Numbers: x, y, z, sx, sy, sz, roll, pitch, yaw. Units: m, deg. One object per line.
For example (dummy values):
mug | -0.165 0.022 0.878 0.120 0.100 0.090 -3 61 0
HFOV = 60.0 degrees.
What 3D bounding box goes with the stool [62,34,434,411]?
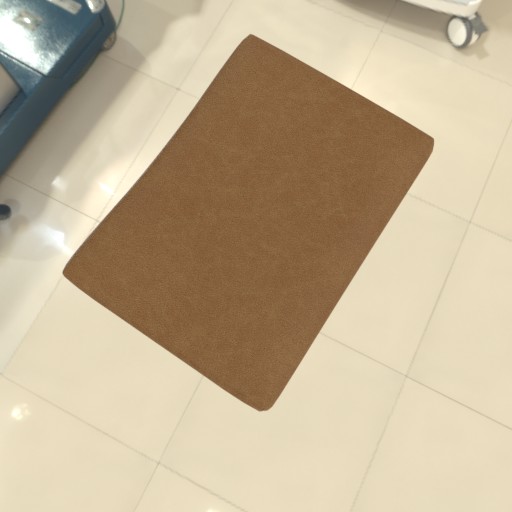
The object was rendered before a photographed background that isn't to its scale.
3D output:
stool | 0.000 0.000 0.936 0.361 0.660 0.500 33 79 8
